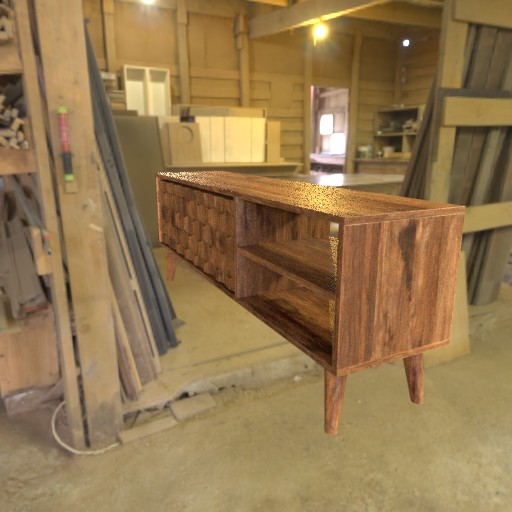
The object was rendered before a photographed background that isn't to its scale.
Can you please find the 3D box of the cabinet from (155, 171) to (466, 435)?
[{"bbox_3d":[0.000,0.000,1.638,0.349,0.528,1.448,-7,16,-26],"label":"cabinet"}]
